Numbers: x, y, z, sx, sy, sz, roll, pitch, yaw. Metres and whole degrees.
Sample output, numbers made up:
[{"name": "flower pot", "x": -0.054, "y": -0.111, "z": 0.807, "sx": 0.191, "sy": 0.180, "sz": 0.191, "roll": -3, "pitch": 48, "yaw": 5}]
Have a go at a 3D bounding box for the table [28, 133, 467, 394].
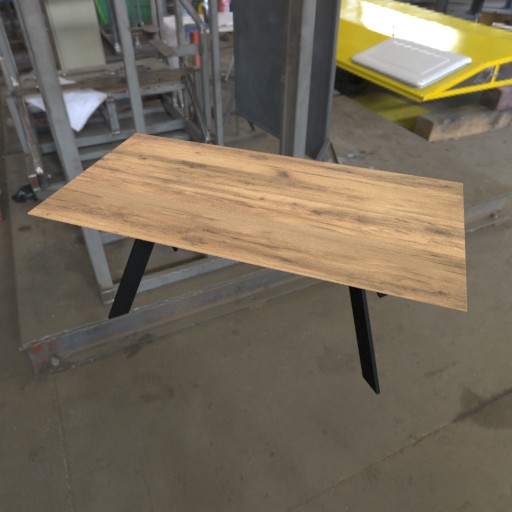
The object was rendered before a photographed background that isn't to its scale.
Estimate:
[{"name": "table", "x": 0.000, "y": 0.000, "z": 2.505, "sx": 2.000, "sy": 0.770, "sz": 1.000, "roll": 12, "pitch": 40, "yaw": 15}]
